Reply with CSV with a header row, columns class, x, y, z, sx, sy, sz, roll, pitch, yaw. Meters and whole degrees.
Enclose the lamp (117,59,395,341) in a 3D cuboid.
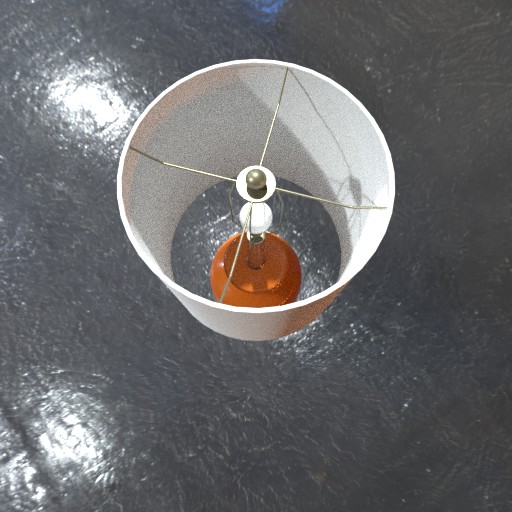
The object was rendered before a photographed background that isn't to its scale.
class,x,y,z,sx,sy,sz,roll,pitch,yaw
lamp,0.000,0.000,1.084,0.418,0.871,0.418,-36,77,-10
